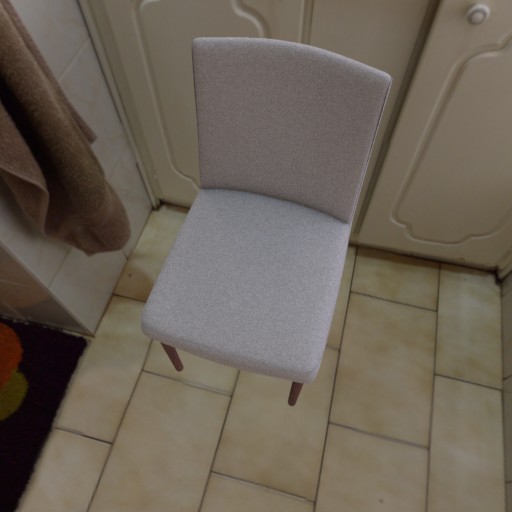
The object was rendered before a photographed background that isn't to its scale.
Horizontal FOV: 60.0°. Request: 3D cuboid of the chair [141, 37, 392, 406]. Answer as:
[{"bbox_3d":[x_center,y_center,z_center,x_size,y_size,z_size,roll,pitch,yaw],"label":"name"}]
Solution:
[{"bbox_3d":[0.000,0.000,1.156,0.456,0.859,0.570,15,61,8],"label":"chair"}]
